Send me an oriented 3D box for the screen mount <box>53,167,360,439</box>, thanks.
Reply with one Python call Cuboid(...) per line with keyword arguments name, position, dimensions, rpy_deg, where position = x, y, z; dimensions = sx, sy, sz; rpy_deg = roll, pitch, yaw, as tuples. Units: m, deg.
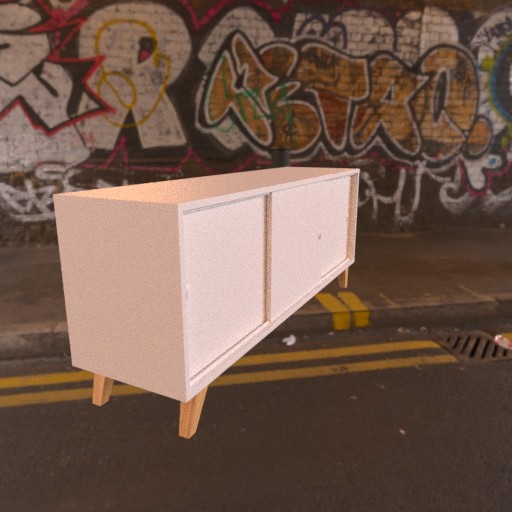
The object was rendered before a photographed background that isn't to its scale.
Cuboid(name="screen mount", position=(0.000, 0.000, 1.768), dimensions=(0.400, 0.619, 1.490), rpy_deg=(7, 16, 27))
